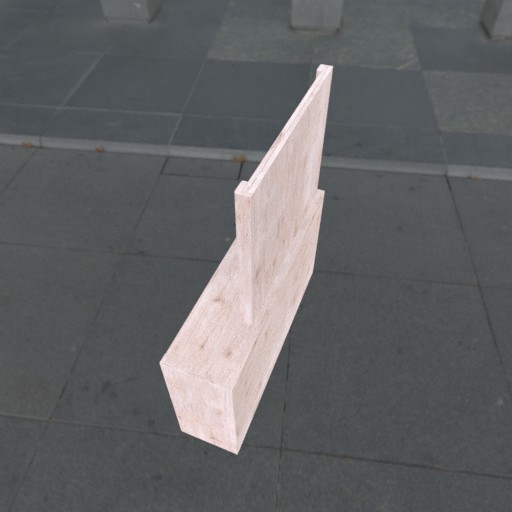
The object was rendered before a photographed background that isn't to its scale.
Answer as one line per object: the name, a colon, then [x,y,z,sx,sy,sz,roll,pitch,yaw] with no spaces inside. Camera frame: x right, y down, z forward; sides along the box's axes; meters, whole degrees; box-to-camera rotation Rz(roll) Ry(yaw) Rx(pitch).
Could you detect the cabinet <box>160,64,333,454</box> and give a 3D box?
cabinet: [0.000,0.000,2.767,0.420,1.981,1.700,17,50,15]
